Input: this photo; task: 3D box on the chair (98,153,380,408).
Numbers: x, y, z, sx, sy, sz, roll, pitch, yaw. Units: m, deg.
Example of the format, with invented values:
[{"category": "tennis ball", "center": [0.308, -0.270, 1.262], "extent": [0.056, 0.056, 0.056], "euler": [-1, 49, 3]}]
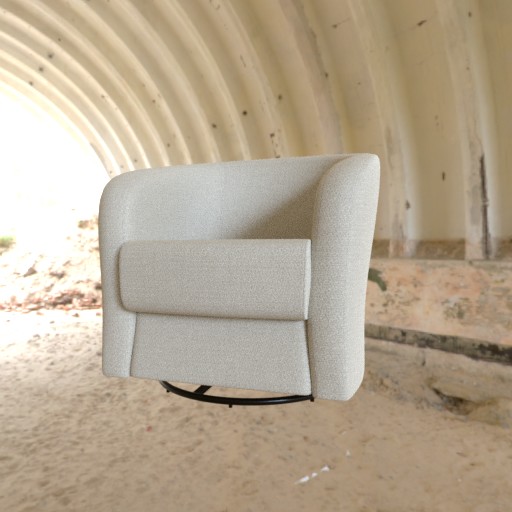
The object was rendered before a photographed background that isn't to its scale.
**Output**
[{"category": "chair", "center": [0.000, 0.000, 1.458], "extent": [0.791, 0.771, 0.815], "euler": [0, 1, 18]}]
